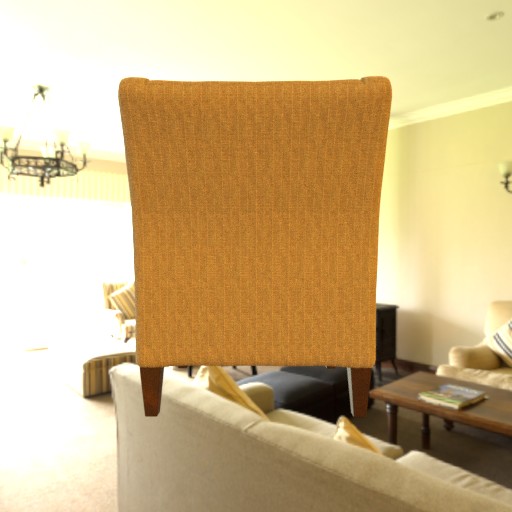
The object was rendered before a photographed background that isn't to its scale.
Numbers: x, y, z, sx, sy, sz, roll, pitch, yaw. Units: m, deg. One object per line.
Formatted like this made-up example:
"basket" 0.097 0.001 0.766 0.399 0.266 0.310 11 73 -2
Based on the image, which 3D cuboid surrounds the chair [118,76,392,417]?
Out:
"chair" 0.000 0.000 1.631 0.774 1.014 0.870 0 1 1
